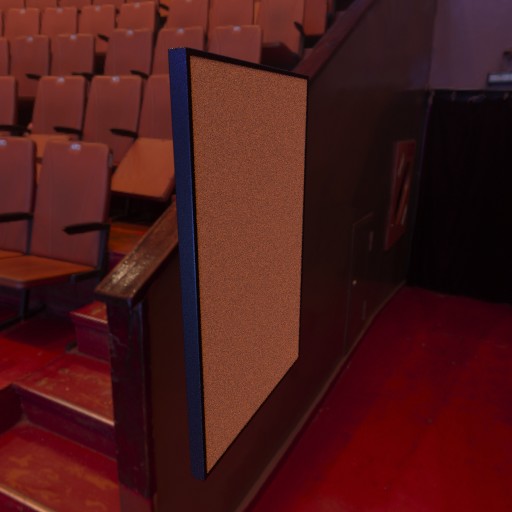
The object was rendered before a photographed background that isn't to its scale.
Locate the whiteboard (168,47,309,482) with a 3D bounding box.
[{"bbox_3d":[0.000,0.000,0.767,0.026,0.611,0.406,8,19,25],"label":"whiteboard"}]
